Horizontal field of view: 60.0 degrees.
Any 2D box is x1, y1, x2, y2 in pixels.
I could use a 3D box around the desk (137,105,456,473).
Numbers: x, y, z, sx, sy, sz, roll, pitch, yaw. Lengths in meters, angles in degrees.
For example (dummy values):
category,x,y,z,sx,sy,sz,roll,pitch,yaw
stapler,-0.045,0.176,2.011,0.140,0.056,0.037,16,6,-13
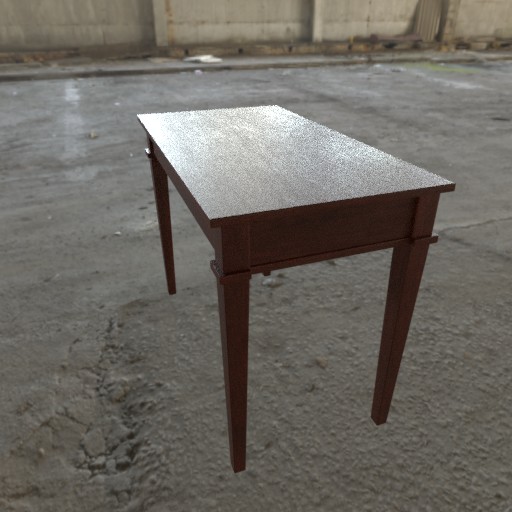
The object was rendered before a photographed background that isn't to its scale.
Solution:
category,x,y,z,sx,sy,sz,roll,pitch,yaw
desk,0.000,0.000,1.465,0.549,0.762,1.001,-10,30,-18
